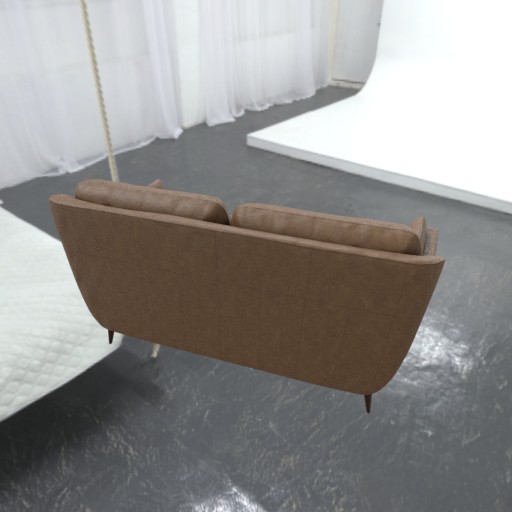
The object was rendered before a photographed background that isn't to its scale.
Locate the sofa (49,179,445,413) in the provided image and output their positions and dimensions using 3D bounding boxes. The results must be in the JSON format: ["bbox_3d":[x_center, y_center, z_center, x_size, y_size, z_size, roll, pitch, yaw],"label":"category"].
[{"bbox_3d":[0.000,0.000,2.270,1.731,0.886,0.981,10,34,16],"label":"sofa"}]
